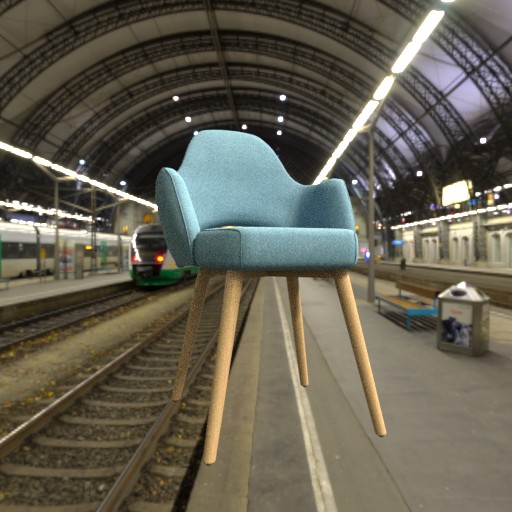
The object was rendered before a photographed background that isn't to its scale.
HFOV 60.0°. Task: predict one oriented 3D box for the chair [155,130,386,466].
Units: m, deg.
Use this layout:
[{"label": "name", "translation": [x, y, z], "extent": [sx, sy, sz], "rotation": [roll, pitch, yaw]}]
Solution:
[{"label": "chair", "translation": [0.000, 0.000, 1.356], "extent": [0.589, 0.920, 0.666], "rotation": [0, 0, -20]}]
